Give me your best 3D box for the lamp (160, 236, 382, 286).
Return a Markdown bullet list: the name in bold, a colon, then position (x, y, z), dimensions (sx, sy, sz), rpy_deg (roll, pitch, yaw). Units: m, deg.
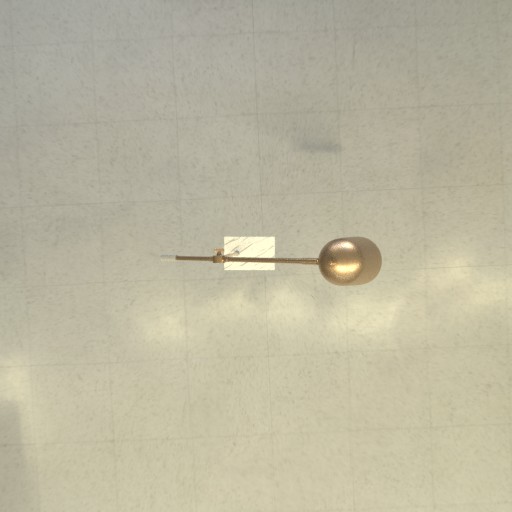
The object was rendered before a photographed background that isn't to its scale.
- **lamp**: position (0.000, 0.000, 1.810), dimensions (0.653, 1.594, 0.194), rpy_deg (0, 91, 0)
